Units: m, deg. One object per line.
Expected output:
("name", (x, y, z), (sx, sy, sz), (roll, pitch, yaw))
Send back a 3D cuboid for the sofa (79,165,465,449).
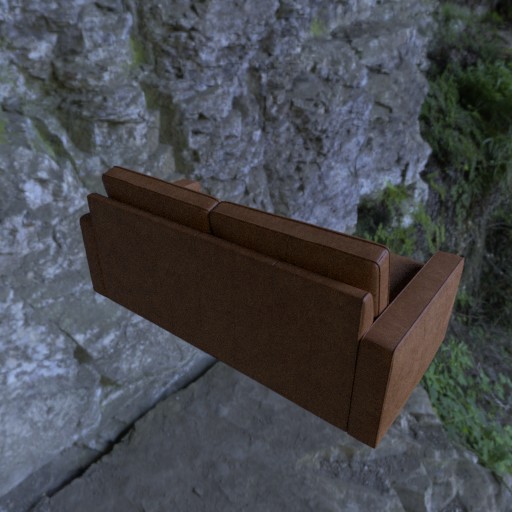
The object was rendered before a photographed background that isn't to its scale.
("sofa", (0.000, 0.000, 2.661), (2.156, 0.928, 0.991), (20, 35, 32))
